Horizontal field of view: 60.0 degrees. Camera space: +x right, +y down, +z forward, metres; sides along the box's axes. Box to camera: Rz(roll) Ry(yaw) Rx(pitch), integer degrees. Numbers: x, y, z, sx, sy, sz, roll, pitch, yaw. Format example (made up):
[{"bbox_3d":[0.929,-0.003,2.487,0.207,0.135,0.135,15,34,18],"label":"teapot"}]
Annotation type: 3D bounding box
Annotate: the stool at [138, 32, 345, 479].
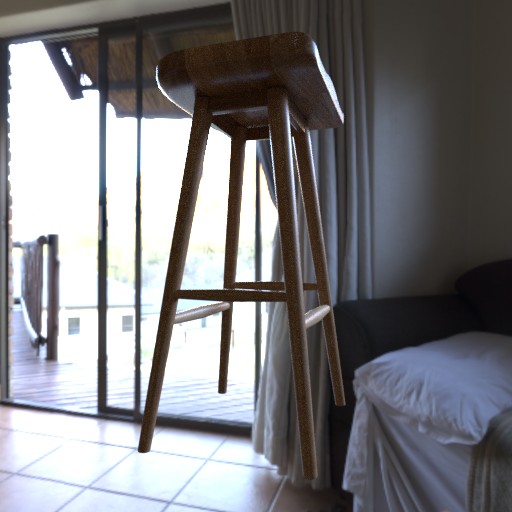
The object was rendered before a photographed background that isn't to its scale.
[{"bbox_3d":[0.000,0.000,0.921,0.322,0.698,0.407,0,0,18],"label":"stool"}]
